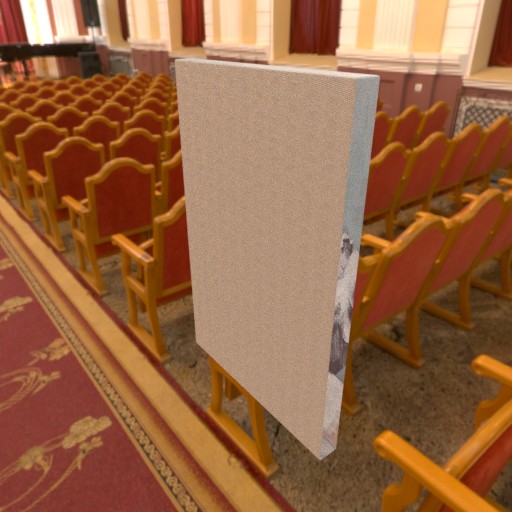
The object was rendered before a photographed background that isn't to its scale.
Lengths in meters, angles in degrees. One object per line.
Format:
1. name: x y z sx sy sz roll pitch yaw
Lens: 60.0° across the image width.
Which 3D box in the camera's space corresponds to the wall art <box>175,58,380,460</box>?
1. wall art: 0.000 0.000 1.151 0.061 0.911 0.609 -20 33 -33
